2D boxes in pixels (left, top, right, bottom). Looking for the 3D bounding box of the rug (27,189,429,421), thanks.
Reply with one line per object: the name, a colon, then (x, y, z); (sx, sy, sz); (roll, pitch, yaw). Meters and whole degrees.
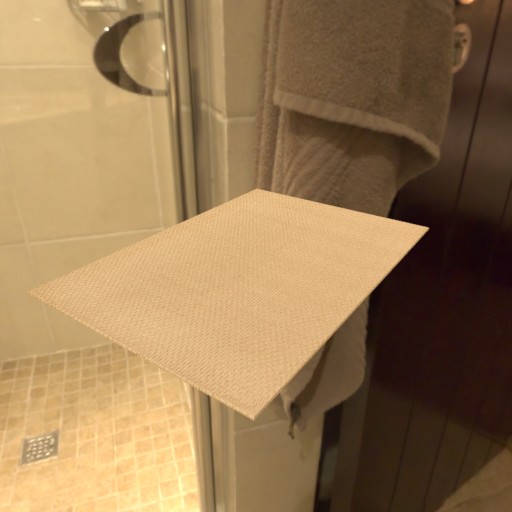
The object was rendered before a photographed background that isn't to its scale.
rug: (0.000, 0.000, 2.780); (1.509, 0.013, 2.144); (18, 32, 31)
